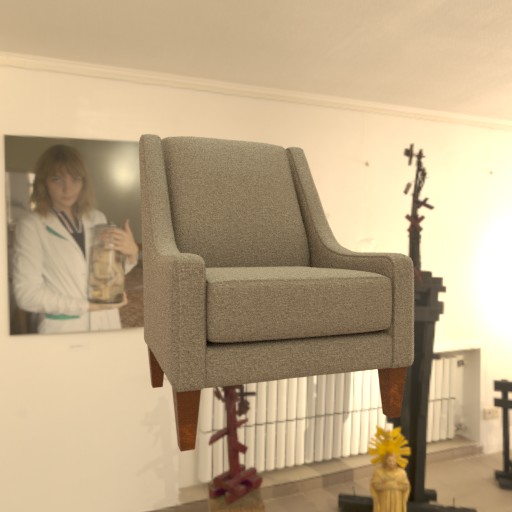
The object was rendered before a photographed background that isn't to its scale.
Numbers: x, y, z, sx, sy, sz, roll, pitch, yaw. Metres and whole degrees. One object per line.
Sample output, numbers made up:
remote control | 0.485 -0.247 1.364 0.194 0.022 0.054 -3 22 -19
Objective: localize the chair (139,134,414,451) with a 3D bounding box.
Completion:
chair | 0.000 0.000 1.631 0.774 1.016 0.870 0 1 -20
